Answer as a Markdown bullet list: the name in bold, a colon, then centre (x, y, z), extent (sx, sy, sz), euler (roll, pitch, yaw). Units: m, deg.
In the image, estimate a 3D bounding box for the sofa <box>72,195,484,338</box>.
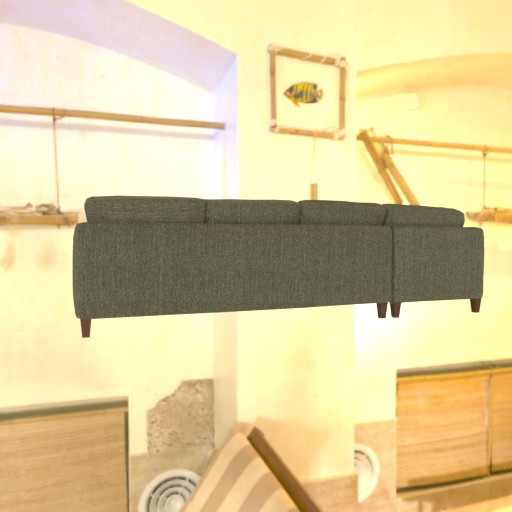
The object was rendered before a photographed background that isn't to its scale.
- **sofa**: centre (0.000, 0.000, 4.461), extent (3.302, 0.947, 2.593), euler (-1, 2, -19)
